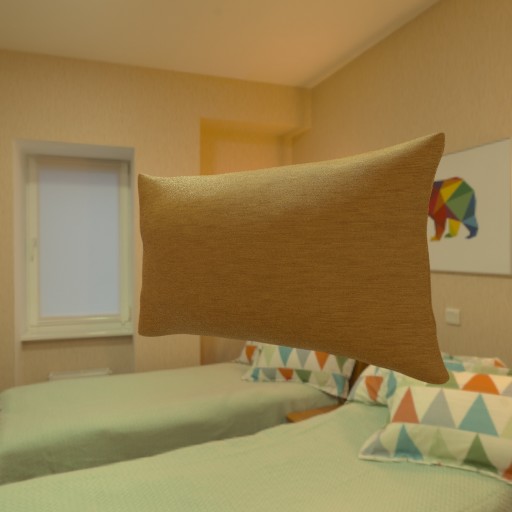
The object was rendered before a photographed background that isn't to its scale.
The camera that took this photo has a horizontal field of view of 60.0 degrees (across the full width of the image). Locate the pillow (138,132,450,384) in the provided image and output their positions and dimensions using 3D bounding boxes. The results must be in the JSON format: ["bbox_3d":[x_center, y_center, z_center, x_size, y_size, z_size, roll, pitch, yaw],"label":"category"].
[{"bbox_3d":[0.000,0.000,0.782,0.634,0.354,0.210,0,1,35],"label":"pillow"}]
